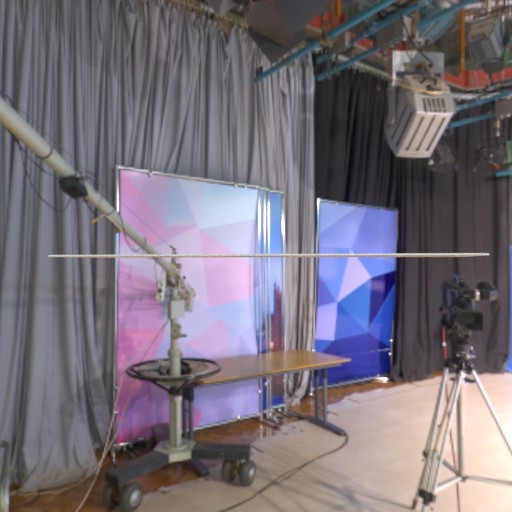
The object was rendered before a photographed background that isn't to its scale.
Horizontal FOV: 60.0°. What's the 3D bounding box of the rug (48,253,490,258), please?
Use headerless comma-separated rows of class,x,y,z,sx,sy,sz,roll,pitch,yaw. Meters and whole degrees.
rug,0.000,0.000,2.030,1.824,0.009,0.562,0,-1,17
